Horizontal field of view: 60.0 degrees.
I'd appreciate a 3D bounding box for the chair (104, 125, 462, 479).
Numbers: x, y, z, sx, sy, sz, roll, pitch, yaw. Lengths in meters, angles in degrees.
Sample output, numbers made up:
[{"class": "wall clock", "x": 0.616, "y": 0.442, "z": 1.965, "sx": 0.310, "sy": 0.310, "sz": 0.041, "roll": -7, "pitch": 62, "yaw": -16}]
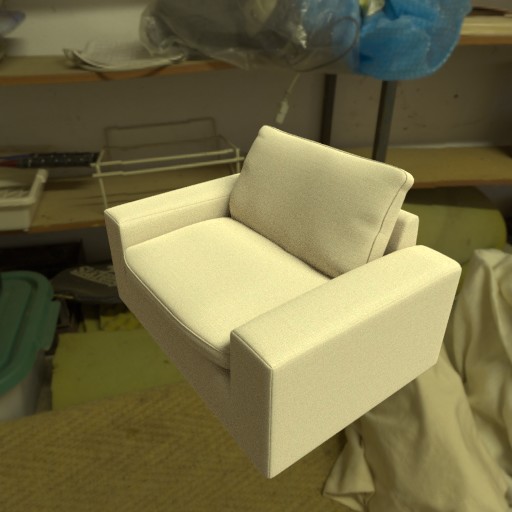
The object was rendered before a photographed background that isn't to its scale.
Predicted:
[{"class": "chair", "x": 0.000, "y": 0.000, "z": 2.046, "sx": 1.039, "sy": 0.915, "sz": 1.398, "roll": -20, "pitch": 36, "yaw": -31}]
